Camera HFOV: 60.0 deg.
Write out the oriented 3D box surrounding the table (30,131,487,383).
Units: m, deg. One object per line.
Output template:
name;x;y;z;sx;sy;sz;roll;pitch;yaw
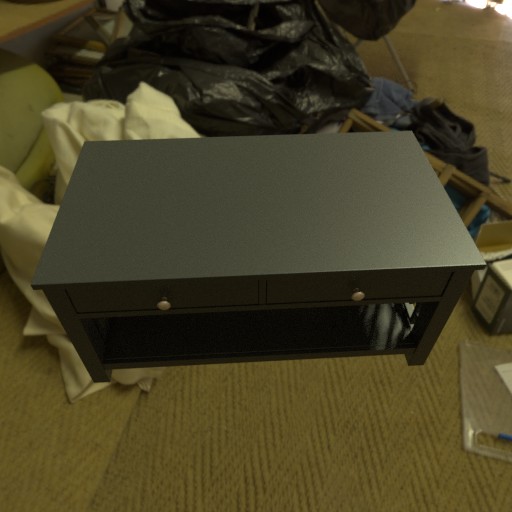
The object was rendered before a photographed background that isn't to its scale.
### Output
table;0.000;0.000;1.413;1.068;0.493;0.612;-2;47;-2
